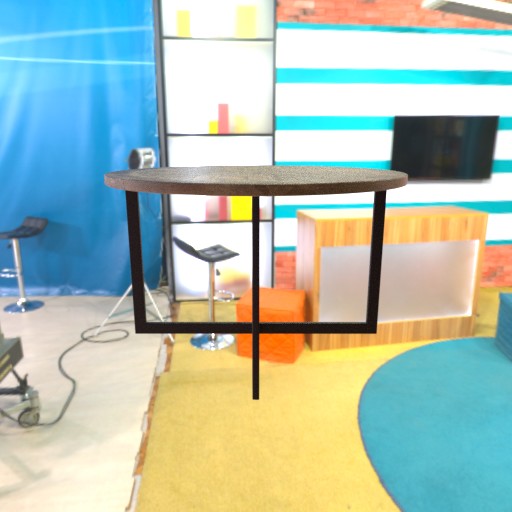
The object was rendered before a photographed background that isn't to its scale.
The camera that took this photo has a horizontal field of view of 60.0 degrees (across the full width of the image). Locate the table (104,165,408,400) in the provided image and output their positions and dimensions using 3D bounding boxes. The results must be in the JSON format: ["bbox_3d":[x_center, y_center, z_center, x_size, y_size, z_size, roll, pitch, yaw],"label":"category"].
[{"bbox_3d":[0.000,0.000,2.035,1.264,0.762,1.264,0,14,0],"label":"table"}]
